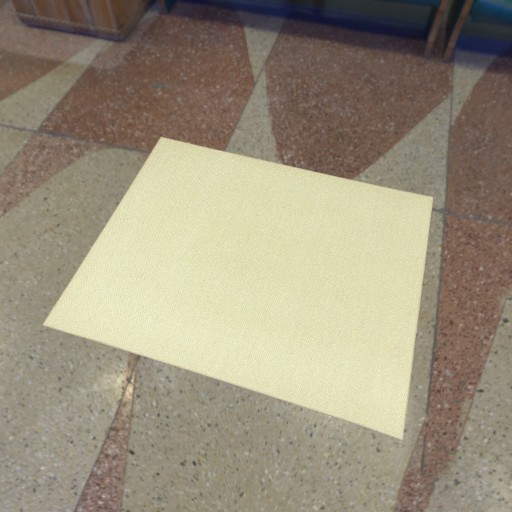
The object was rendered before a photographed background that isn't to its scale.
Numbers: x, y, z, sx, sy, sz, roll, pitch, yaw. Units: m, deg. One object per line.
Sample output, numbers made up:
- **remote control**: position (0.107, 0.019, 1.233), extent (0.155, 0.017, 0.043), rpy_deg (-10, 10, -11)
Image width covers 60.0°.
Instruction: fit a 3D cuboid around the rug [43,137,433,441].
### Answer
- **rug**: position (0.000, 0.000, 4.150), extent (3.039, 0.018, 2.462), rpy_deg (15, 58, 9)
